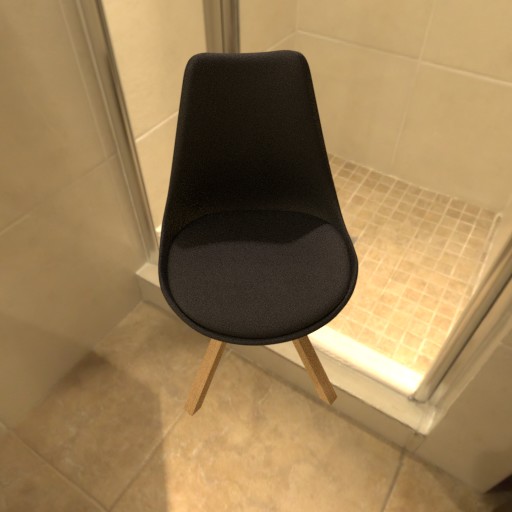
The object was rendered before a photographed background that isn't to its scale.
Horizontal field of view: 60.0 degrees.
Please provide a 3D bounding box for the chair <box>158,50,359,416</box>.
[{"bbox_3d":[0.000,0.000,1.167,0.485,0.850,0.549,-3,48,-3],"label":"chair"}]
